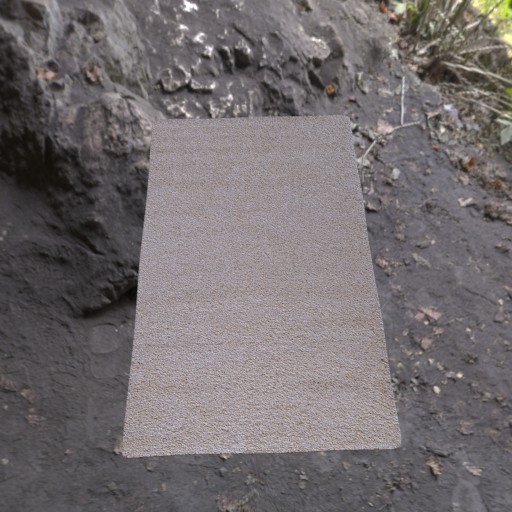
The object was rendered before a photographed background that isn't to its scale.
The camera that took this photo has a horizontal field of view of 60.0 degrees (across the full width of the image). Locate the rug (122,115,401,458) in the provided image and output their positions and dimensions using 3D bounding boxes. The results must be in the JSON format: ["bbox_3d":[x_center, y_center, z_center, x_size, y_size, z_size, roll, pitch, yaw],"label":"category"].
[{"bbox_3d":[0.000,0.000,2.875,1.500,0.026,2.349,-2,64,-1],"label":"rug"}]
